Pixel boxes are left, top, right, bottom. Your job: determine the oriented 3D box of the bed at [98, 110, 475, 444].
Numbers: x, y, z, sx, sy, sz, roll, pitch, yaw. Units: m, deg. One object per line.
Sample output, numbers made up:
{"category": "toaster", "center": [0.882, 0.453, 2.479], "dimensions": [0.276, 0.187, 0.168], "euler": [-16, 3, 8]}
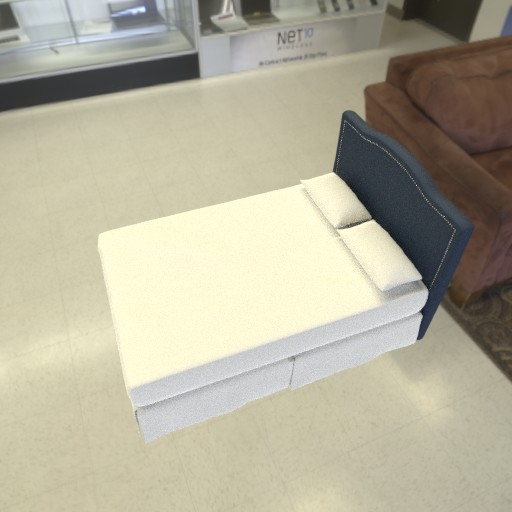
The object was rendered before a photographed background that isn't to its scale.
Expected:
{"category": "bed", "center": [0.000, 0.000, 3.613], "dimensions": [2.507, 1.441, 1.741], "euler": [-15, 48, -14]}
